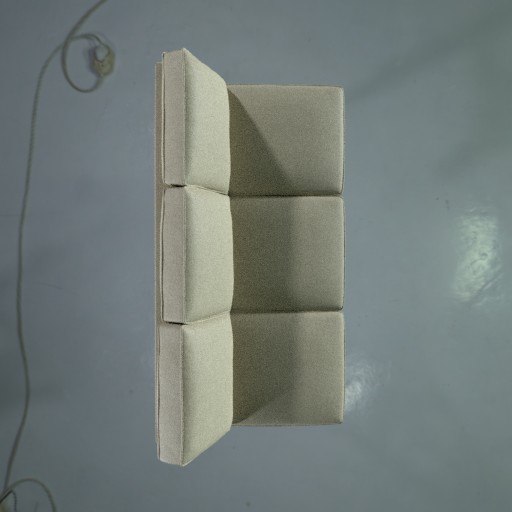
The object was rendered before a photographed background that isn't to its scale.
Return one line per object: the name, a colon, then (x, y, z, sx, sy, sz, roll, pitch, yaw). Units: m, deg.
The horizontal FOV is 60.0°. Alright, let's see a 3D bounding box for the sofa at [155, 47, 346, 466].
sofa: (0.000, 0.000, 2.512, 1.027, 0.973, 1.962, 0, 90, -1)
